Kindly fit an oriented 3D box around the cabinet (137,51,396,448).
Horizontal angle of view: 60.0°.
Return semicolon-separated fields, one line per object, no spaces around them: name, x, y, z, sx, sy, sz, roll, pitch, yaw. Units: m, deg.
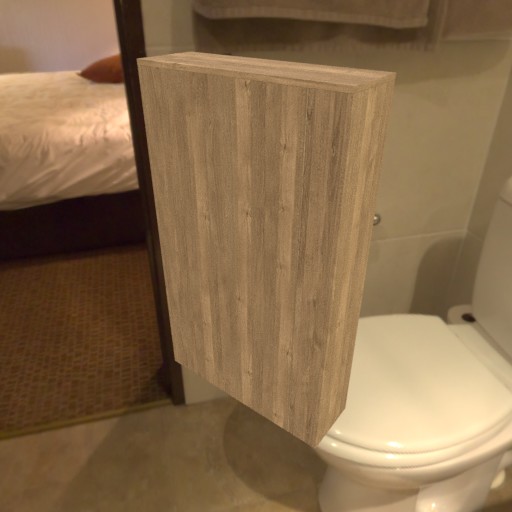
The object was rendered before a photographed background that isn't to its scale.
cabinet;0.000;0.000;1.601;0.750;1.280;0.250;22;37;32
